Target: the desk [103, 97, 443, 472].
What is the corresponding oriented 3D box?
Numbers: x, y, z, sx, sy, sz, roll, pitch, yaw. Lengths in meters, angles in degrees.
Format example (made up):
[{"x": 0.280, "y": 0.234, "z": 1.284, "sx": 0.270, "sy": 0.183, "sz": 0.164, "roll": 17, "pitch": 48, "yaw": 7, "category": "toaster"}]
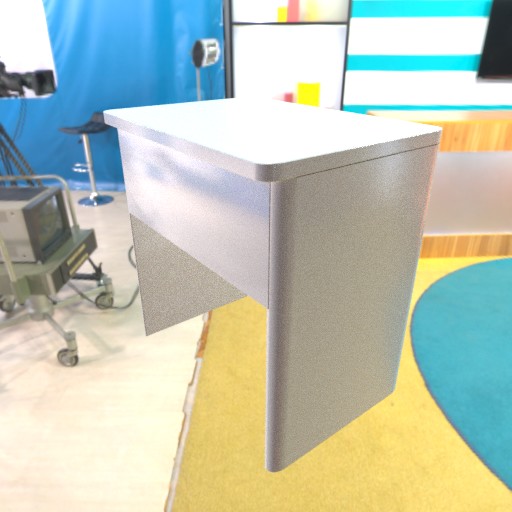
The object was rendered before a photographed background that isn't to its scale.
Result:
[{"x": 0.000, "y": 0.000, "z": 1.332, "sx": 0.549, "sy": 0.800, "sz": 0.762, "roll": -19, "pitch": 32, "yaw": -33, "category": "desk"}]
